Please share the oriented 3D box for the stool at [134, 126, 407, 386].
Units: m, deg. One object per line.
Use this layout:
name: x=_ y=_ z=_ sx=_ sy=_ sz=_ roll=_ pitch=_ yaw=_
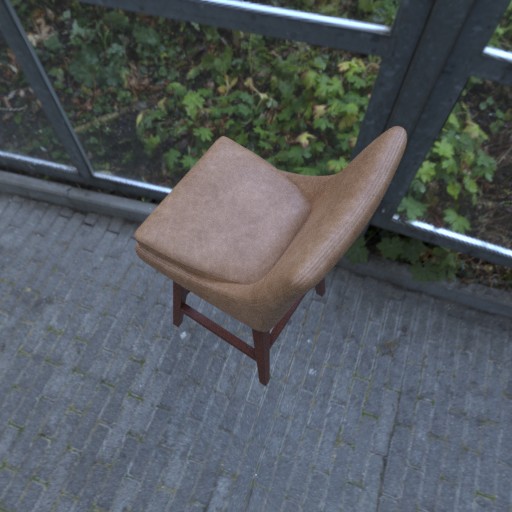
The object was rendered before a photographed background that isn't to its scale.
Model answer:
stool: x=0.000 y=0.000 z=1.434 sx=0.572 sy=1.079 sz=0.487 roll=31 pitch=68 yaw=14
